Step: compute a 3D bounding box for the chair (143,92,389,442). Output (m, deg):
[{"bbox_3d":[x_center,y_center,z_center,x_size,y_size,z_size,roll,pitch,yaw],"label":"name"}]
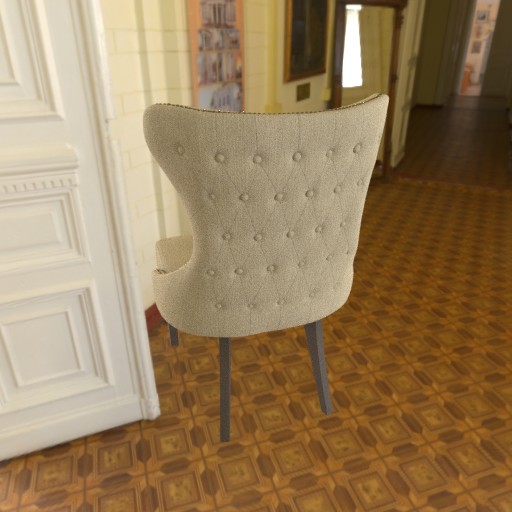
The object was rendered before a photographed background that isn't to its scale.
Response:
[{"bbox_3d":[0.000,0.000,1.362,0.628,0.967,0.635,-8,28,-17],"label":"chair"}]
